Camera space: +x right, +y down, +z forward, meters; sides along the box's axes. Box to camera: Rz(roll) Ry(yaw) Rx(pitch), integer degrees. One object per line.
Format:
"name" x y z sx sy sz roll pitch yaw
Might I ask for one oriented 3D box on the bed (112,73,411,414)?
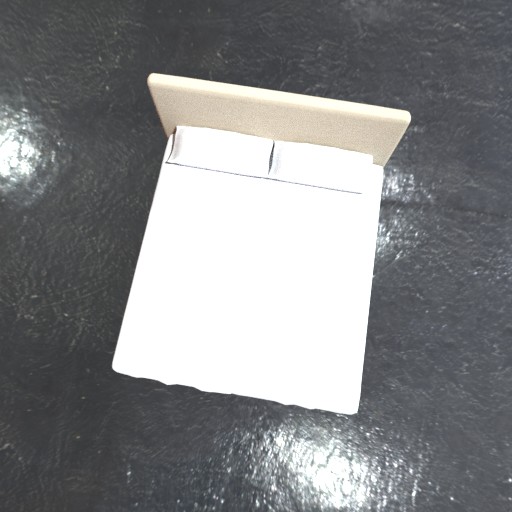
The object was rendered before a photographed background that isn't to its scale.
"bed" 0.000 0.000 3.701 2.119 1.317 2.319 9 75 3
